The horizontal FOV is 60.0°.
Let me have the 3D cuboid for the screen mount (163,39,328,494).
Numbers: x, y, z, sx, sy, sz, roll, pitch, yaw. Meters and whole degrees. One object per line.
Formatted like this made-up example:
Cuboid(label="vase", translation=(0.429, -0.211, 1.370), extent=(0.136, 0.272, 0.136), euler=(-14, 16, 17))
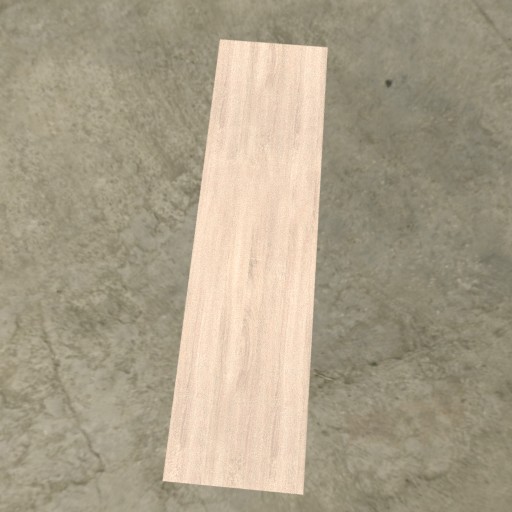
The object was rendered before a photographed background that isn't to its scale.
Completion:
Cuboid(label="screen mount", translation=(0.000, 0.000, 1.694), extent=(0.400, 0.510, 1.500), euler=(5, 75, 1))
